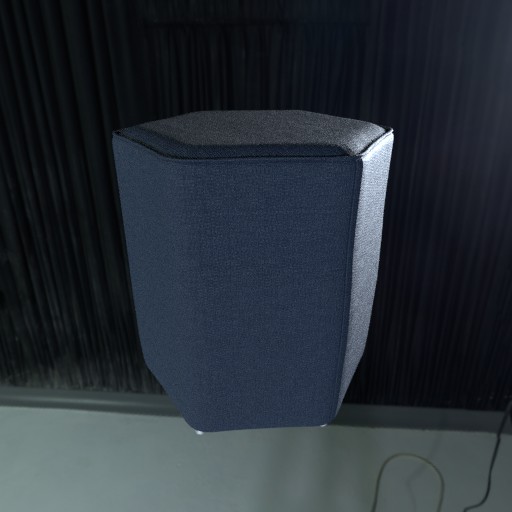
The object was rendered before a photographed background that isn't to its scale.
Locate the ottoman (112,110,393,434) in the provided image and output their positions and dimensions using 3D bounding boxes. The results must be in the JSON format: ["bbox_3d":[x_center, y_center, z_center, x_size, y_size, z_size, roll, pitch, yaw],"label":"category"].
[{"bbox_3d":[0.000,0.000,0.872,0.492,0.505,0.454,0,25,0],"label":"ottoman"}]
